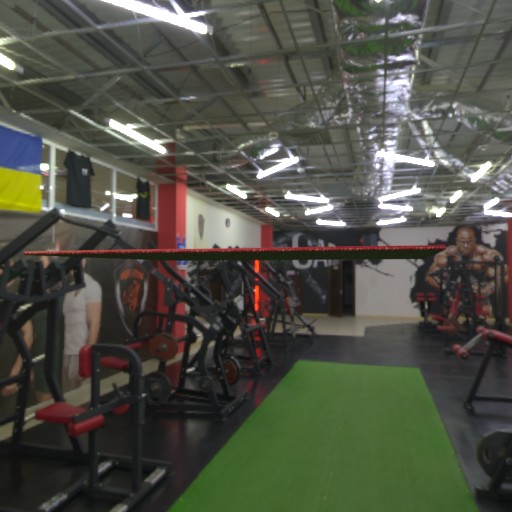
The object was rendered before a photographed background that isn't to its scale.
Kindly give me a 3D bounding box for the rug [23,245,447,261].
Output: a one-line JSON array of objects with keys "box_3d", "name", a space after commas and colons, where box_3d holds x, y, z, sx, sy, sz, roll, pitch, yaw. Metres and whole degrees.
[{"box_3d": [0.000, 0.000, 3.925, 2.905, 0.028, 2.340, -1, -2, 18], "name": "rug"}]
